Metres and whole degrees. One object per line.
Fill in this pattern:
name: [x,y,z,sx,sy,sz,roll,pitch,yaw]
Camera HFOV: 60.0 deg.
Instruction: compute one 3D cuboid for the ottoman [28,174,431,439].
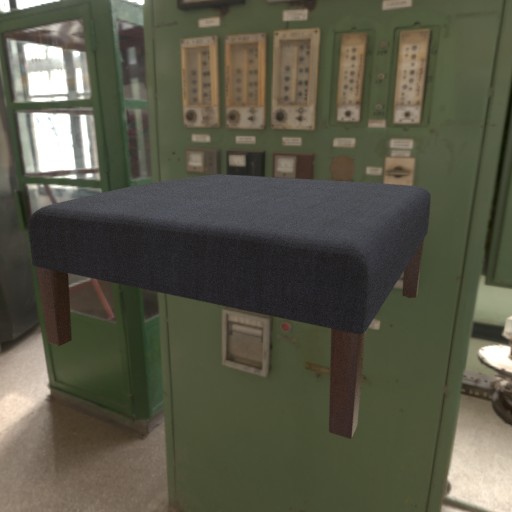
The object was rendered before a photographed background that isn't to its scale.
ottoman: [0.000,0.000,1.365,0.889,0.411,0.890,8,18,26]
